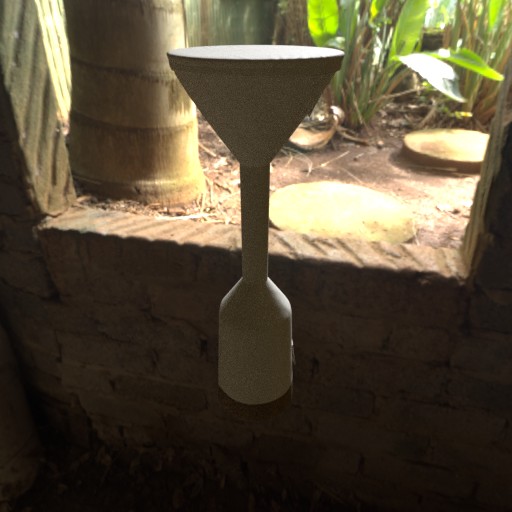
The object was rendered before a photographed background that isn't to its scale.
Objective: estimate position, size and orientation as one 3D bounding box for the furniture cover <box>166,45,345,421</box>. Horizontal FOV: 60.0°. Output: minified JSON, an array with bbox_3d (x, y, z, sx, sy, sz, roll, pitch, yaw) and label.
[{"bbox_3d":[0.000,0.000,2.862,0.914,2.413,0.914,-10,30,-18],"label":"furniture cover"}]
